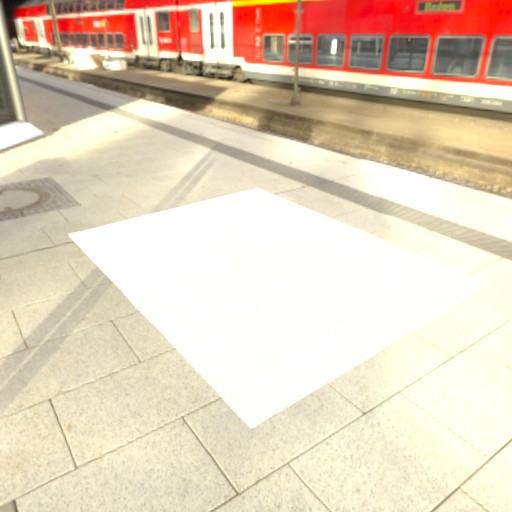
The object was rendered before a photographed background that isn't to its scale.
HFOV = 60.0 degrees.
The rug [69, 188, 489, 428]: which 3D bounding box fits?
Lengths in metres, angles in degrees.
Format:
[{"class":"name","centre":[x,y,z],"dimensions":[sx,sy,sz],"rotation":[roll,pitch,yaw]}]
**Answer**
[{"class":"rug","centre":[0.000,0.000,3.793],"dimensions":[2.277,0.035,2.897],"rotation":[-19,33,-33]}]
